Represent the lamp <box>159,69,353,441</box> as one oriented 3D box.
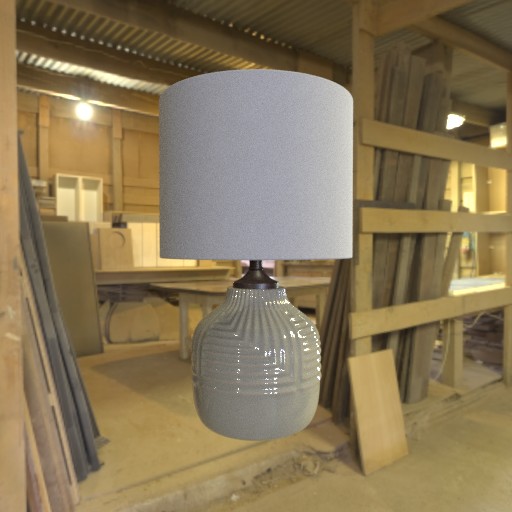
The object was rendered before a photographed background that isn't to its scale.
[{"bbox_3d":[0.000,0.000,0.747,0.318,0.567,0.318,0,1,0],"label":"lamp"}]
